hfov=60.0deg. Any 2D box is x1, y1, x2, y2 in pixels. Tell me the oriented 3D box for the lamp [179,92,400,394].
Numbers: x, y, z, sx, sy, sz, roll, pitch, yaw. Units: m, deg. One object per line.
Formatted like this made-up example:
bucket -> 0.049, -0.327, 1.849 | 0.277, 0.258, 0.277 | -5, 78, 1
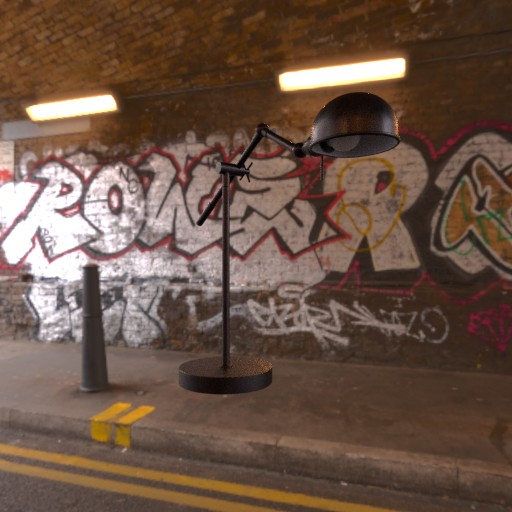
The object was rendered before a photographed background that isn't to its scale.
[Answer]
lamp -> 0.000, 0.000, 0.797 | 0.185, 0.495, 0.567 | 1, -1, -33
